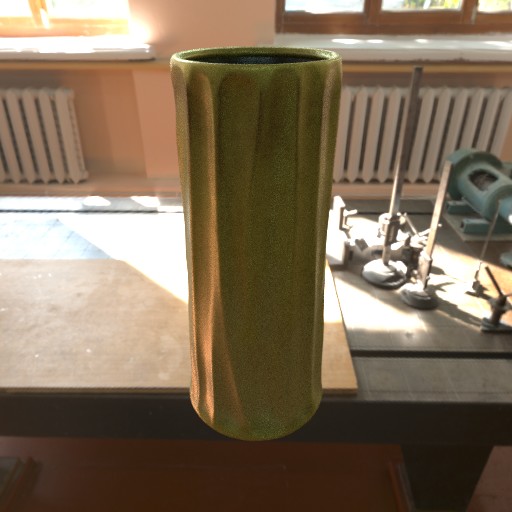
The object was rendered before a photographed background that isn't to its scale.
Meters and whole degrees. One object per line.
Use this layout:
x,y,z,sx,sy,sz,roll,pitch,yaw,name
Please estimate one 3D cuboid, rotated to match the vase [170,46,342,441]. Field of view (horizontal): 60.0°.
0.000,0.000,0.171,0.061,0.143,0.061,0,30,0,vase
